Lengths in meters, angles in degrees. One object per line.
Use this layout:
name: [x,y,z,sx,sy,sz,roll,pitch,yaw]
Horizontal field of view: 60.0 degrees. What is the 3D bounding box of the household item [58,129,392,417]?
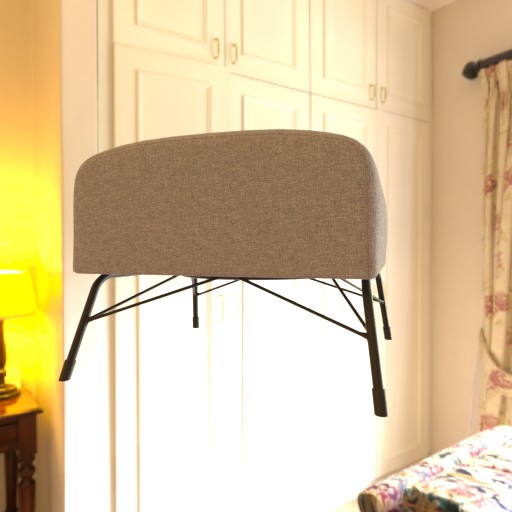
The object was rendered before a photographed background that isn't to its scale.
household item: [0.000,0.000,0.906,0.530,0.410,0.530,0,1,18]
